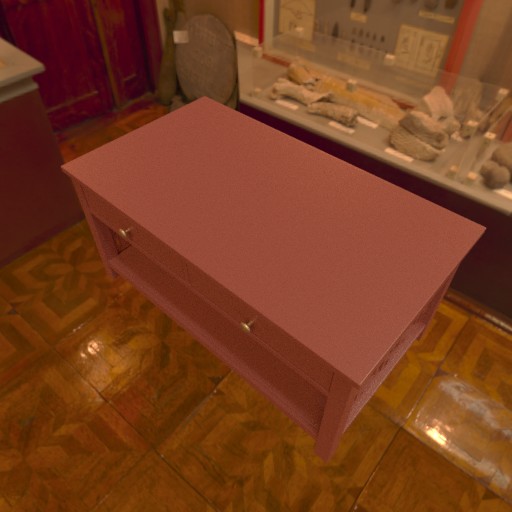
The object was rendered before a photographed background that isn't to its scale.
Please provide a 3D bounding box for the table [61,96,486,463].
[{"bbox_3d":[0.000,0.000,1.425,1.068,0.493,0.612,33,55,27],"label":"table"}]
